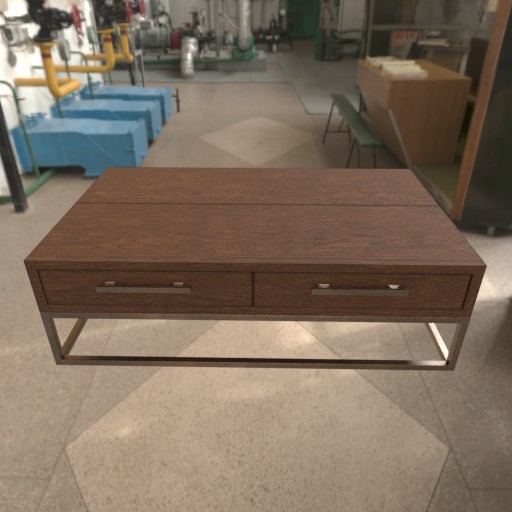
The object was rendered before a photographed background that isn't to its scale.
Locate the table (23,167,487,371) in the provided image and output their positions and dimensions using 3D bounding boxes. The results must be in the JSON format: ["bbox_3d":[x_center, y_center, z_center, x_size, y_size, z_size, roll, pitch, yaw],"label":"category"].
[{"bbox_3d":[0.000,0.000,1.495,1.167,0.361,0.719,1,31,1],"label":"table"}]
